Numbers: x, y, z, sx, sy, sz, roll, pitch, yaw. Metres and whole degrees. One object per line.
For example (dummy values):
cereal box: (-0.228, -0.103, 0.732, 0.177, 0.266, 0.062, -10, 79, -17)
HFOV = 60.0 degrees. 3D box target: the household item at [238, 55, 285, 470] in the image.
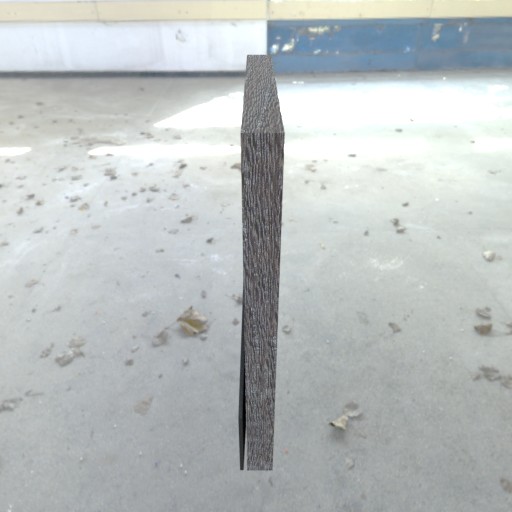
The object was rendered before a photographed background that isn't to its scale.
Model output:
household item: (0.000, 0.000, 0.281, 0.020, 0.210, 0.160, 0, 33, 0)
